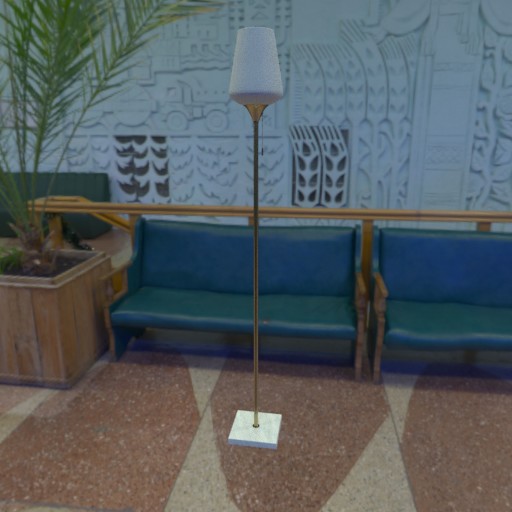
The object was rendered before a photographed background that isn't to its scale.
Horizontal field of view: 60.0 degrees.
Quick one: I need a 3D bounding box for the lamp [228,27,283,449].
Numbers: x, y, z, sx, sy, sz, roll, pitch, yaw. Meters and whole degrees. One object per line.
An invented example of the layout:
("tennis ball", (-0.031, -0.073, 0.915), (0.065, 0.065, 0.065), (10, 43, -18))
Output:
("lamp", (0.000, 0.000, 1.964), (0.232, 1.813, 0.229), (3, 16, 9))
